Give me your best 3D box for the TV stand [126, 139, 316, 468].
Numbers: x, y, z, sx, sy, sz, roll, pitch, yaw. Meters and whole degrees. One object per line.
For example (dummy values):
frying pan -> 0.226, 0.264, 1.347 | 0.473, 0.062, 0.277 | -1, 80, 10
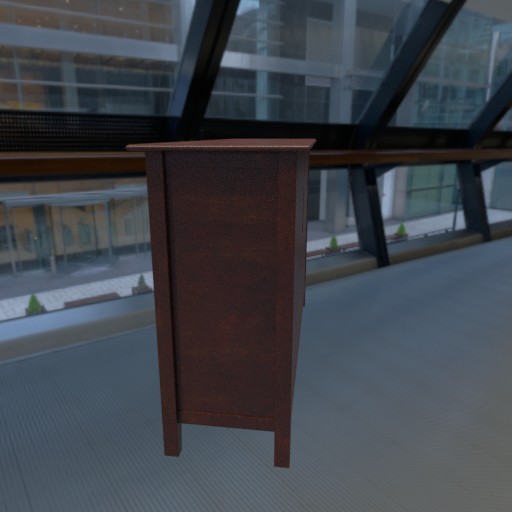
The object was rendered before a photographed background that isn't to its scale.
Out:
TV stand -> 0.000, 0.000, 1.817 | 0.445, 0.915, 1.372 | 2, 16, 8
